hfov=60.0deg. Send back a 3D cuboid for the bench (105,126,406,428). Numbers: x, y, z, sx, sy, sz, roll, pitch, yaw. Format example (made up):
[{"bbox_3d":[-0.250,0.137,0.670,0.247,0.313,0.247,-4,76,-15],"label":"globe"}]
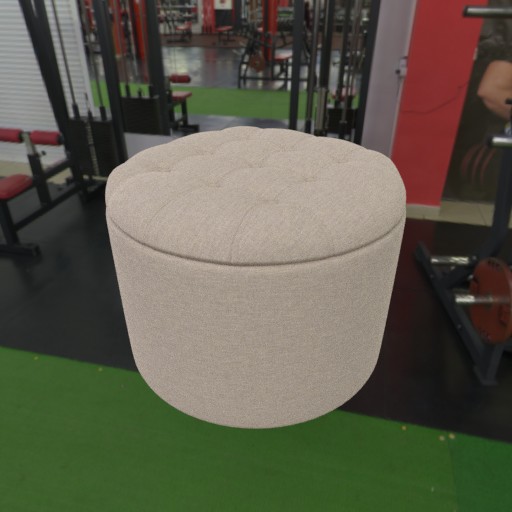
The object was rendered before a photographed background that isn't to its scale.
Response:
[{"bbox_3d":[0.000,0.000,0.995,0.600,0.454,0.600,0,31,0],"label":"bench"}]
